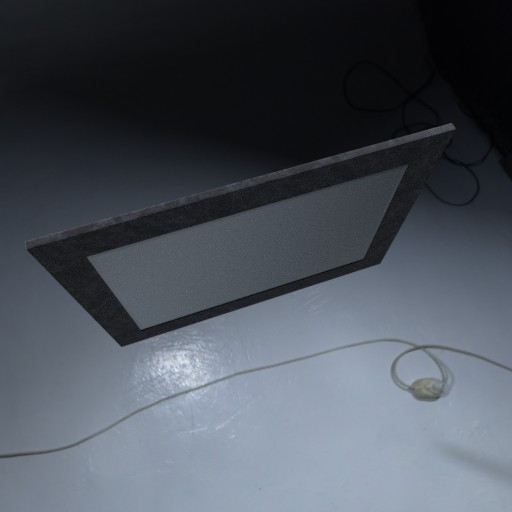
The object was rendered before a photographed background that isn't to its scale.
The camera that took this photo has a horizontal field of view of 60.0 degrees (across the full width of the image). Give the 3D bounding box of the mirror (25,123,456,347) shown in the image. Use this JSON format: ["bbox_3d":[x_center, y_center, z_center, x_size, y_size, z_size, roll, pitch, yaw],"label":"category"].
[{"bbox_3d":[0.000,0.000,1.438,1.101,0.795,0.022,-17,64,-9],"label":"mirror"}]
